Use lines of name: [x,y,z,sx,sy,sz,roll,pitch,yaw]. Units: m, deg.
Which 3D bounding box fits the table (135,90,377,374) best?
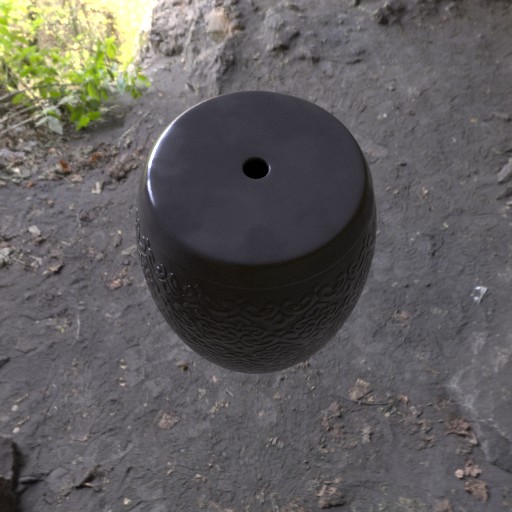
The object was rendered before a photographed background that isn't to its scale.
table: [0.000,0.000,0.634,0.309,0.397,0.309,0,62,0]
